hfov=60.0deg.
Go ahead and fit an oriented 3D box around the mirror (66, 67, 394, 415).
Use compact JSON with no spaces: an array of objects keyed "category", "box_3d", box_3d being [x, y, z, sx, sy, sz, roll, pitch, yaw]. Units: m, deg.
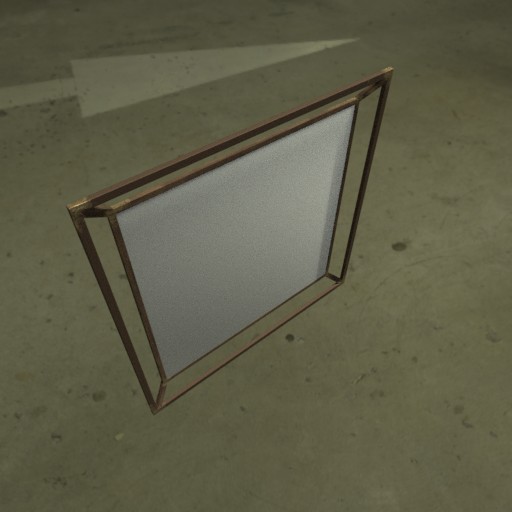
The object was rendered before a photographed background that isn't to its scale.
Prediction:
[{"category":"mirror","box_3d":[0.000,0.000,0.901,0.610,0.610,0.032,-30,54,-25]}]
